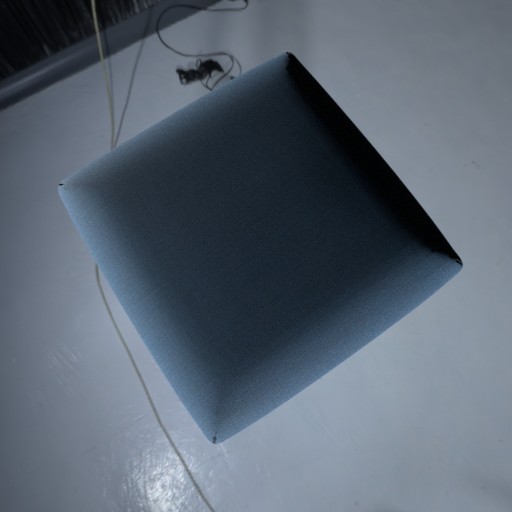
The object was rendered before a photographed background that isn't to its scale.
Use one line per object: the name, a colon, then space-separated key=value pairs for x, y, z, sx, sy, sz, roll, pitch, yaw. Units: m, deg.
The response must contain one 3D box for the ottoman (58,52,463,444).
ottoman: x=0.000 y=0.000 z=0.906 sx=0.497 sy=0.475 sz=0.507 roll=-33 pitch=77 yaw=-8
